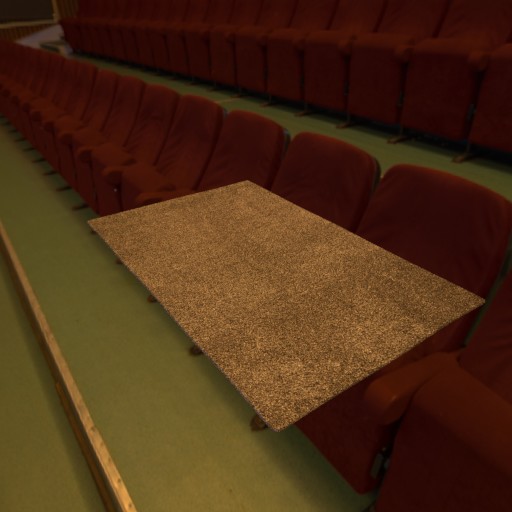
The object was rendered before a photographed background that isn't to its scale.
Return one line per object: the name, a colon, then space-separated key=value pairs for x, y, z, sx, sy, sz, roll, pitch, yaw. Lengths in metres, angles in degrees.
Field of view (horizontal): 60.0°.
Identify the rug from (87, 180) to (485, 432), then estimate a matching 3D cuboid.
rug: x=0.000 y=0.000 z=2.944 sx=1.501 sy=0.025 sz=2.352 roll=-20 pitch=36 yaw=-30
